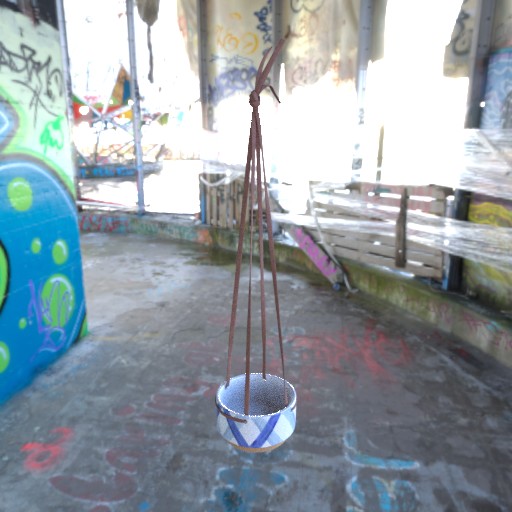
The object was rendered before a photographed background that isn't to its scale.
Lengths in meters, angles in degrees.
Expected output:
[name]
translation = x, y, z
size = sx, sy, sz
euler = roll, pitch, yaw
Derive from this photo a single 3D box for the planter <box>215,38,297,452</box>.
[planter]
translation = 0.000, 0.000, 0.823
size = 0.166, 0.751, 0.166
euler = 2, 15, 8
